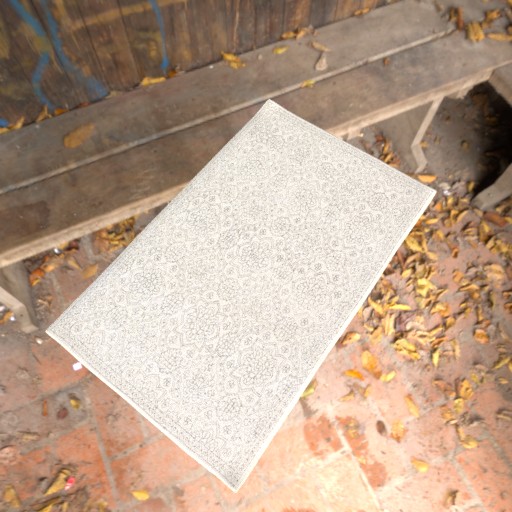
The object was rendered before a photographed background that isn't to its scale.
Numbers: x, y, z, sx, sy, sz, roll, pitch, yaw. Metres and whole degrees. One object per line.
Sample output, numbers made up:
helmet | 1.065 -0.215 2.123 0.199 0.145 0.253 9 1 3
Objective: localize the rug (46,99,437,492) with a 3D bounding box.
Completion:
rug | 0.000 0.000 2.412 1.214 0.023 1.947 33 69 15
